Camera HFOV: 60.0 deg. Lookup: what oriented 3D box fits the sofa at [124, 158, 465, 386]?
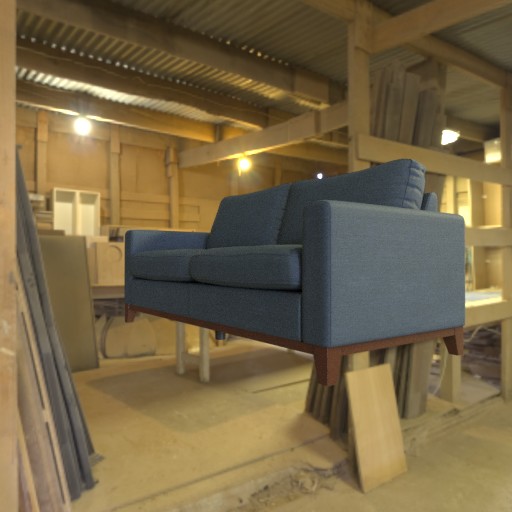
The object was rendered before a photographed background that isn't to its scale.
[{"bbox_3d":[0.000,0.000,2.433,0.877,0.865,1.900,0,-1,-36],"label":"sofa"}]
